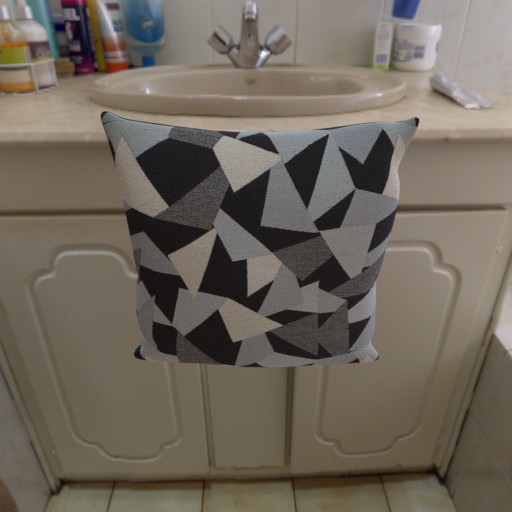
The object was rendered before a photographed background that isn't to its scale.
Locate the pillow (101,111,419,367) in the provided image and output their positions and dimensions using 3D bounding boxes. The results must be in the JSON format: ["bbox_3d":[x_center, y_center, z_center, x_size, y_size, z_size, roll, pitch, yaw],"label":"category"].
[{"bbox_3d":[0.000,0.000,0.790,0.503,0.496,0.208,0,30,1],"label":"pillow"}]
